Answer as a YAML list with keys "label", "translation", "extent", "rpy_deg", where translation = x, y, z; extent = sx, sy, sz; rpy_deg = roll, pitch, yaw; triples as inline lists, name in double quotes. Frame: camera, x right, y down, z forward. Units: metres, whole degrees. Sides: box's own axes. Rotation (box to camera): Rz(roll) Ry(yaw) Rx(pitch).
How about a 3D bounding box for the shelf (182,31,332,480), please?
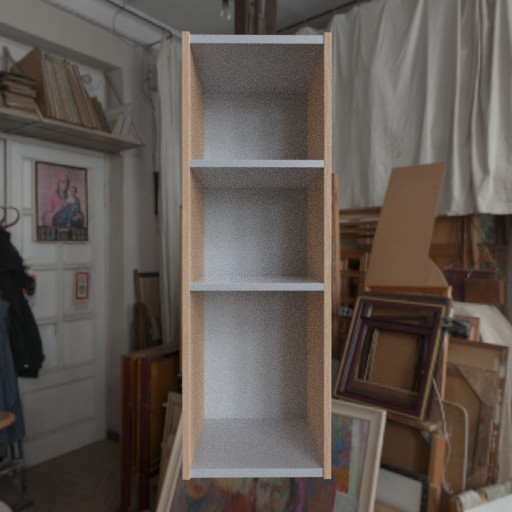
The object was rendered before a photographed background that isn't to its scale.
- label: "shelf"
  translation: [0.000, 0.000, 1.036]
  extent: [0.300, 0.900, 0.290]
  rpy_deg: [0, 0, -1]
